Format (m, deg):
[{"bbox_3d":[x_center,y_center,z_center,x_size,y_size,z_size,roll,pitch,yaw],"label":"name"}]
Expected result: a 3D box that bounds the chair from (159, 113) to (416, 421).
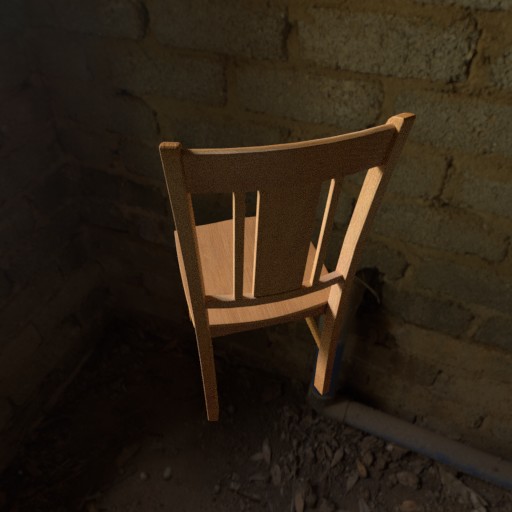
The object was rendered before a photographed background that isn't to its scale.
[{"bbox_3d":[0.000,0.000,1.252,0.450,0.998,0.556,-10,43,-11],"label":"chair"}]
